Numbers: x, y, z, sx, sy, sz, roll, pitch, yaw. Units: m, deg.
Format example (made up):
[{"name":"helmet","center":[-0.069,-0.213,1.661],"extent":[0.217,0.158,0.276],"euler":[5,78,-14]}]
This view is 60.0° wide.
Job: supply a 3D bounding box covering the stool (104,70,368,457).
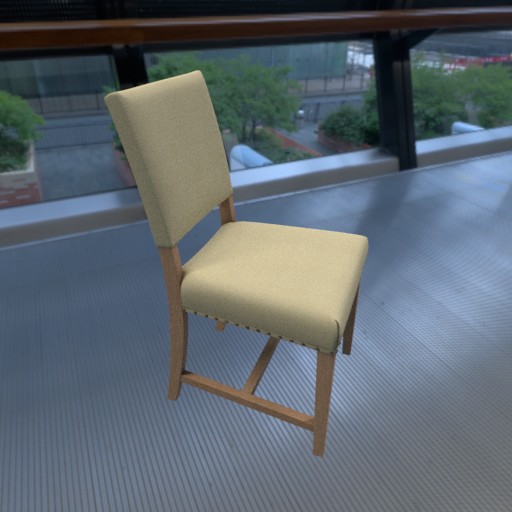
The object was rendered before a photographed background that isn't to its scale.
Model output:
[{"name":"stool","center":[0.000,0.000,1.356],"extent":[0.623,0.986,0.508],"euler":[10,31,18]}]
